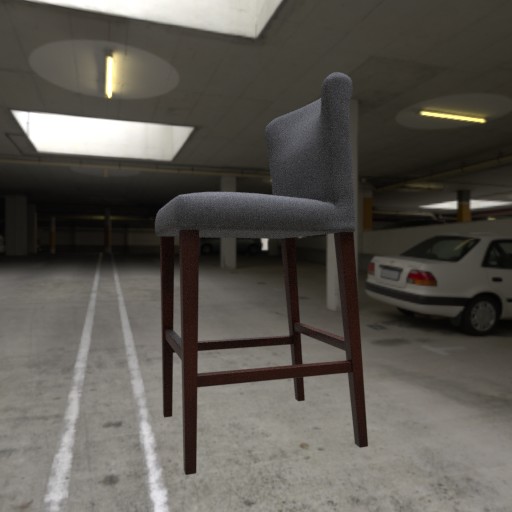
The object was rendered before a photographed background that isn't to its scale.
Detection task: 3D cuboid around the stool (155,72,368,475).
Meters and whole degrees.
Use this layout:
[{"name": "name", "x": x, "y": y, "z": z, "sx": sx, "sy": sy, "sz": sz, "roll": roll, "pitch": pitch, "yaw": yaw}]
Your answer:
[{"name": "stool", "x": 0.000, "y": 0.000, "z": 1.370, "sx": 0.568, "sy": 1.069, "sz": 0.486, "roll": 0, "pitch": 0, "yaw": -19}]
